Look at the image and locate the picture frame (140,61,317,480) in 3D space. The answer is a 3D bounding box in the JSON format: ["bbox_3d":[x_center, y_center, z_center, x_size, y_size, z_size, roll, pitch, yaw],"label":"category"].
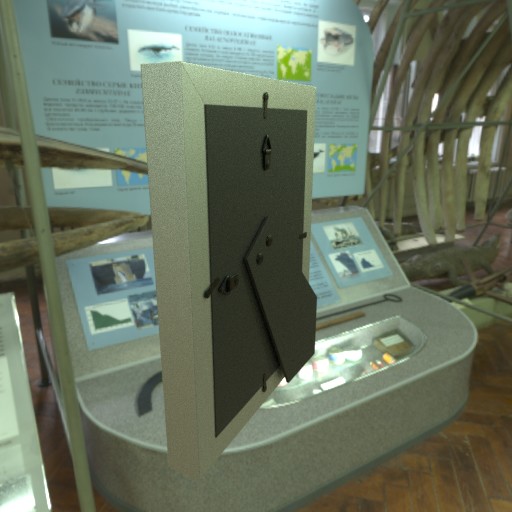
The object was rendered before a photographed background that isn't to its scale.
[{"bbox_3d":[0.000,0.000,0.277,0.028,0.208,0.157,9,19,26],"label":"picture frame"}]
